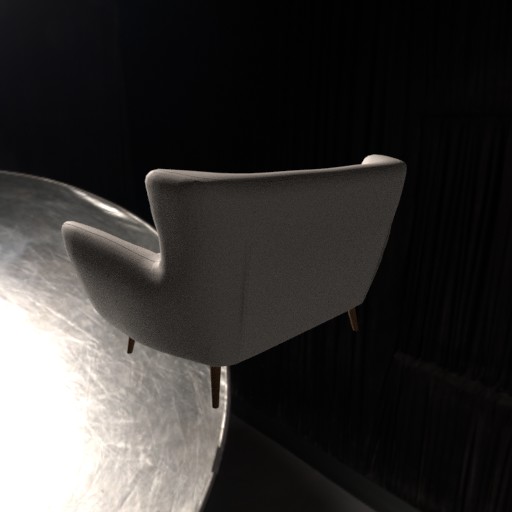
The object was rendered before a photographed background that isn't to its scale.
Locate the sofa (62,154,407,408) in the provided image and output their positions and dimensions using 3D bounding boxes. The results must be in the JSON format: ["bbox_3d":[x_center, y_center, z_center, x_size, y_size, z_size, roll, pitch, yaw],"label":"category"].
[{"bbox_3d":[0.000,0.000,2.033,1.424,0.878,0.921,-15,22,-43],"label":"sofa"}]
